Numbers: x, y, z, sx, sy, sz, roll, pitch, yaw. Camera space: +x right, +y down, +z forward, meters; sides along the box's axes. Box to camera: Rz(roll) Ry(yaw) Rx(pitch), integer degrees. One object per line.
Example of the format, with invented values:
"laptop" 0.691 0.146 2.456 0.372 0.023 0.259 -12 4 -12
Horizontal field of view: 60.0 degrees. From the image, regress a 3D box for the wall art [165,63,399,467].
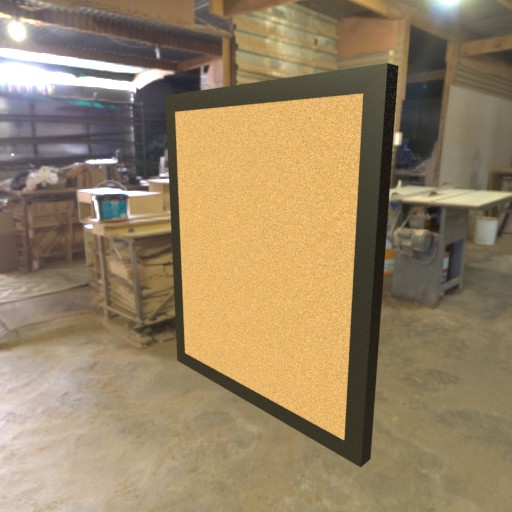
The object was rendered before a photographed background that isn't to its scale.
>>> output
"wall art" 0.000 0.000 0.697 0.025 0.508 0.432 -13 19 -43
